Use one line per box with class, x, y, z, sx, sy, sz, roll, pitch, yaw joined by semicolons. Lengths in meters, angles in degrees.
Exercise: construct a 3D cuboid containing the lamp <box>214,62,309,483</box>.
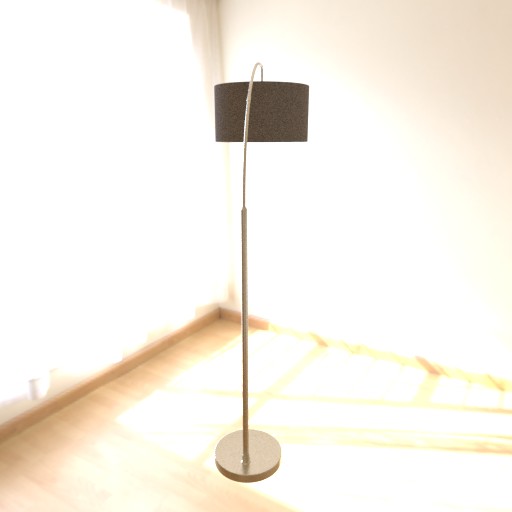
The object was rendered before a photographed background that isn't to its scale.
lamp;0.000;0.000;2.091;0.452;1.735;0.934;2;15;6
